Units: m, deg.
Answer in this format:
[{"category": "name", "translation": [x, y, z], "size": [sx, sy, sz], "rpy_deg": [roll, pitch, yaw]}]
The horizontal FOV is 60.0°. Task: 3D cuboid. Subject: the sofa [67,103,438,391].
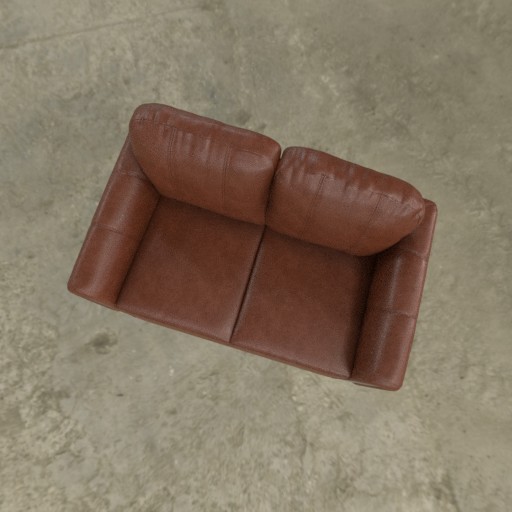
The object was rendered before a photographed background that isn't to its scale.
[{"category": "sofa", "translation": [0.000, 0.000, 1.969], "size": [1.406, 0.906, 0.805], "rpy_deg": [16, 76, 4]}]
